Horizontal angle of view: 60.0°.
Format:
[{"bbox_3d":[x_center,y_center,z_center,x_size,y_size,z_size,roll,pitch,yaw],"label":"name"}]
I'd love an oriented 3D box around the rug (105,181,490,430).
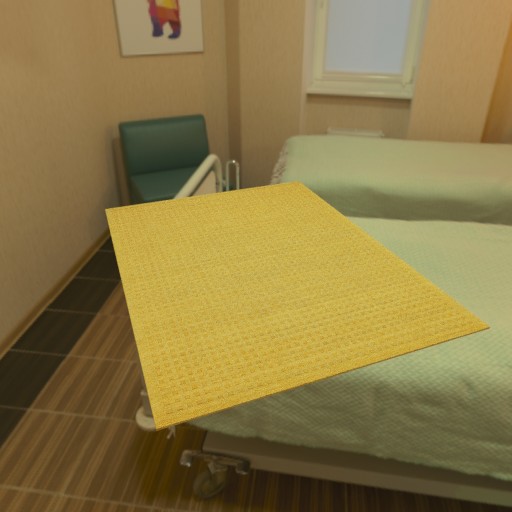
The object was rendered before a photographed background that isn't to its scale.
[{"bbox_3d":[0.000,0.000,4.221,2.486,0.015,3.242,-11,32,-18],"label":"rug"}]
